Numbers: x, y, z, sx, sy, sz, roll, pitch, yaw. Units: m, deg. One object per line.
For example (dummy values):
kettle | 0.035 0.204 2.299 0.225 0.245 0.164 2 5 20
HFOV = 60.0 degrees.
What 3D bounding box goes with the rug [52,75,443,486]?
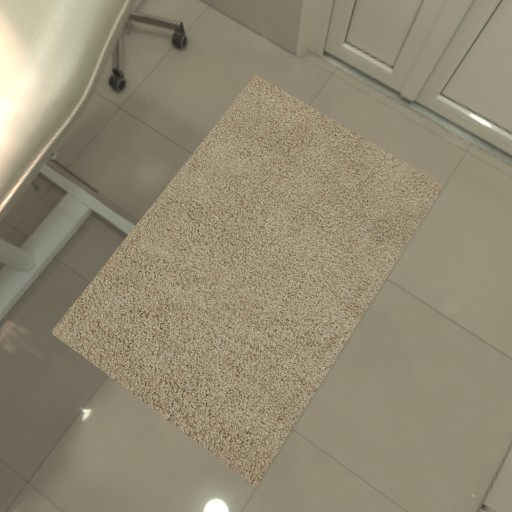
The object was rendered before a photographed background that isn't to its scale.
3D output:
rug | 0.000 0.000 2.272 1.219 0.030 1.778 33 78 8
